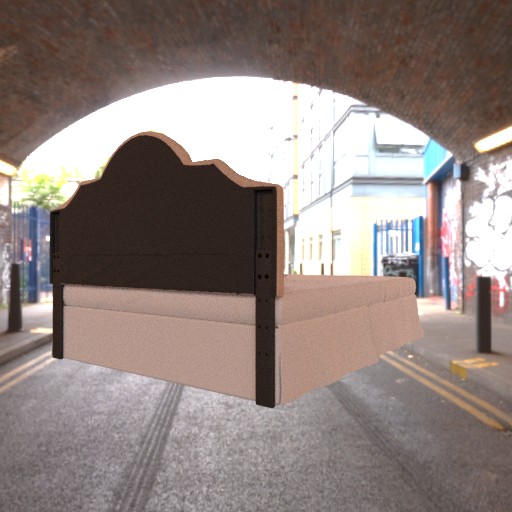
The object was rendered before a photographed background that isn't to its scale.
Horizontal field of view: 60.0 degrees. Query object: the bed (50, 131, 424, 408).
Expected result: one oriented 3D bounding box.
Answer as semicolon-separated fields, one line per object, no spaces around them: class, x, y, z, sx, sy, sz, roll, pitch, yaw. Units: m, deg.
bed;0.000;0.000;2.933;1.667;1.194;1.970;0;0;35
